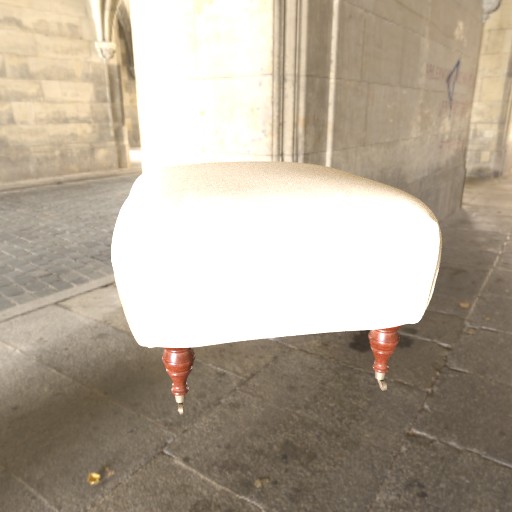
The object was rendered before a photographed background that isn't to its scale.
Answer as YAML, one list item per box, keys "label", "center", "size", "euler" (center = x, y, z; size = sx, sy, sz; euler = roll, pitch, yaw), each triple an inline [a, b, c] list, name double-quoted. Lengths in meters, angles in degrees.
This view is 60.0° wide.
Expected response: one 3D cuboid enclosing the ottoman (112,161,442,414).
- label: "ottoman"
  center: [0.000, 0.000, 1.133]
  size: [0.622, 0.450, 0.747]
  euler: [-3, 18, -10]
